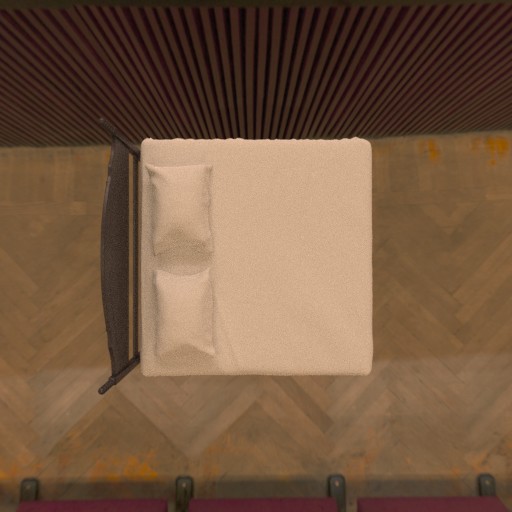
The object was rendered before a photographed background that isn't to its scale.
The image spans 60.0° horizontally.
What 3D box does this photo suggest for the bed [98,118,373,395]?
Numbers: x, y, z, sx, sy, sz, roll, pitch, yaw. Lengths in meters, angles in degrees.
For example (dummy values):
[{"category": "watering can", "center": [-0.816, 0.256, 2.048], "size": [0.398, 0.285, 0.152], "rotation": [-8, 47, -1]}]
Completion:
[{"category": "bed", "center": [0.000, 0.000, 3.723], "size": [2.219, 1.355, 2.322], "rotation": [0, 90, 0]}]
